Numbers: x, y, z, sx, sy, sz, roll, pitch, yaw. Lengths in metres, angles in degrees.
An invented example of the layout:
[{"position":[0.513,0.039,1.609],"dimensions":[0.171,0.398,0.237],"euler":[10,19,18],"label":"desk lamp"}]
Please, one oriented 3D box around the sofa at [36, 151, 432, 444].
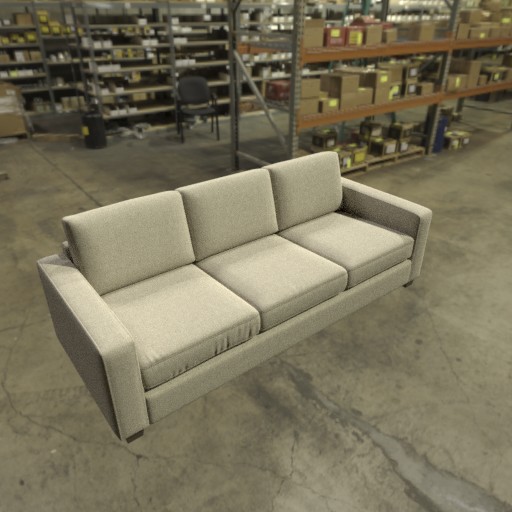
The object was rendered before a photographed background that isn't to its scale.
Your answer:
[{"position":[0.000,0.000,2.588],"dimensions":[2.160,0.800,0.900],"euler":[-21,36,-32],"label":"sofa"}]
